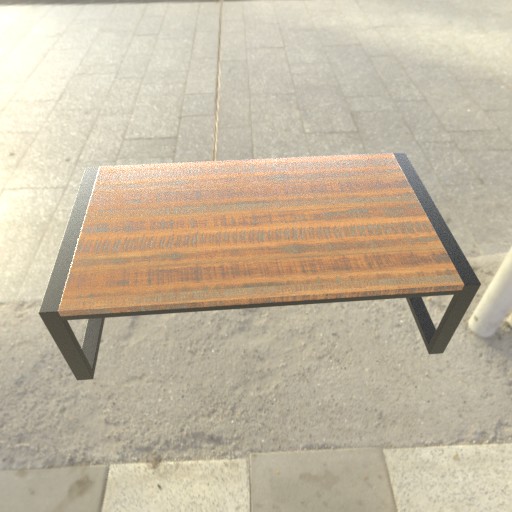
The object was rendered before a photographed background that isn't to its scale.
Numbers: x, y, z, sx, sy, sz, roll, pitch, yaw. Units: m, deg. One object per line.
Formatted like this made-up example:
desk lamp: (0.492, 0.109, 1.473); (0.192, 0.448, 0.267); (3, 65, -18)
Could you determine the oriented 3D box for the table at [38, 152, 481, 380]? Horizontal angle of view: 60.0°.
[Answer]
table: (0.000, 0.000, 1.748); (1.350, 0.400, 0.750); (-3, 46, -3)
